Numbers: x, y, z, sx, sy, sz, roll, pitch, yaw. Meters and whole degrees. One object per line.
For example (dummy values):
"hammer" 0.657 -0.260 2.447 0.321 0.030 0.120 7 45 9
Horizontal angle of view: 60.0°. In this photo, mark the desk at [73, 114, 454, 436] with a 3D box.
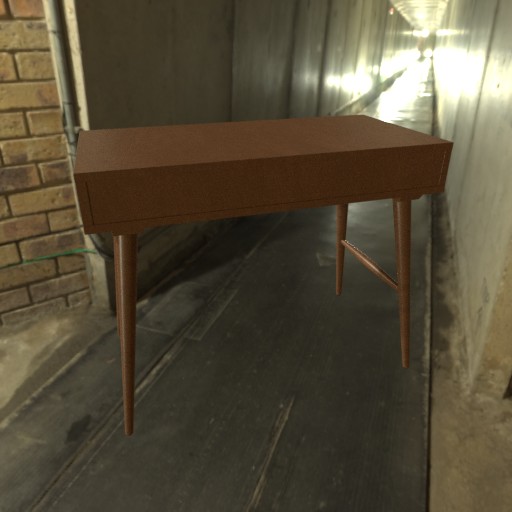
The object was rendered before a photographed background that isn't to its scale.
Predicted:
"desk" 0.000 0.000 1.420 0.949 0.758 0.510 -8 28 -16
